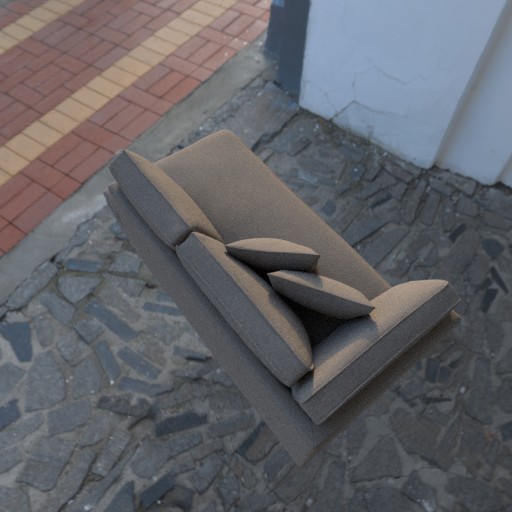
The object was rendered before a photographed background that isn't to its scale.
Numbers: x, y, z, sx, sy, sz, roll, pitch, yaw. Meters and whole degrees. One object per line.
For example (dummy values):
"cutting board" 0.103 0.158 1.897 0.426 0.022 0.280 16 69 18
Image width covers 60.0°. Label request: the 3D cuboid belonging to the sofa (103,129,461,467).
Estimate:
"sofa" 0.000 0.000 2.880 1.110 1.033 2.237 -34 65 -18
